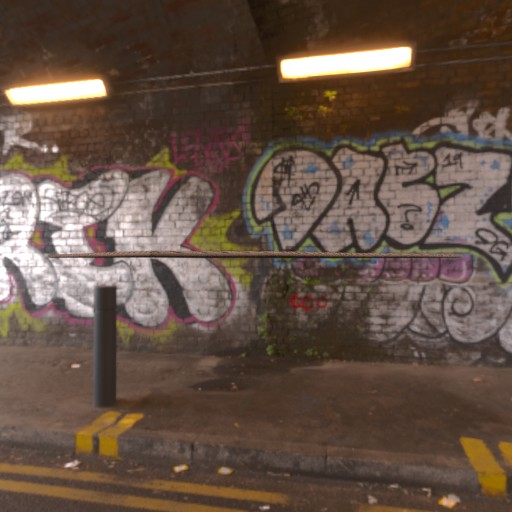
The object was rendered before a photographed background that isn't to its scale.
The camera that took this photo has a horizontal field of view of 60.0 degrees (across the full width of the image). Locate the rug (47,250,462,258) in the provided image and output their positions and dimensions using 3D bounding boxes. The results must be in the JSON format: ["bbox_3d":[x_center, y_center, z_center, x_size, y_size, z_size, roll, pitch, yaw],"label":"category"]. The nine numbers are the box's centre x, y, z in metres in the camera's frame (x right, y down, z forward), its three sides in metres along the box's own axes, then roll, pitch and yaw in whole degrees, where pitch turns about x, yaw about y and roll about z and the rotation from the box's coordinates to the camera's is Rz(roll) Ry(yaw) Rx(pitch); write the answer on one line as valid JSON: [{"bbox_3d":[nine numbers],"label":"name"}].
[{"bbox_3d":[0.000,0.000,3.245,2.449,0.028,1.829,0,-1,-37],"label":"rug"}]
